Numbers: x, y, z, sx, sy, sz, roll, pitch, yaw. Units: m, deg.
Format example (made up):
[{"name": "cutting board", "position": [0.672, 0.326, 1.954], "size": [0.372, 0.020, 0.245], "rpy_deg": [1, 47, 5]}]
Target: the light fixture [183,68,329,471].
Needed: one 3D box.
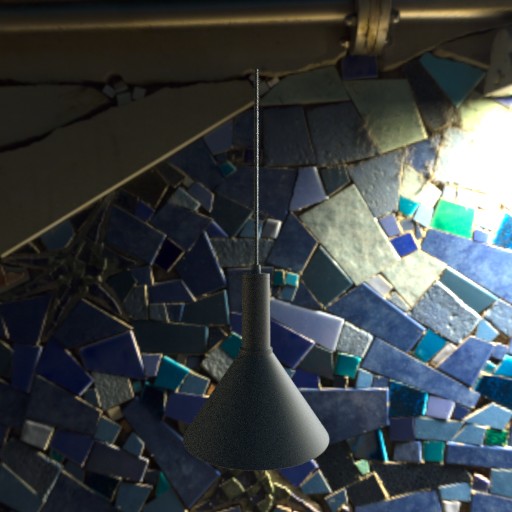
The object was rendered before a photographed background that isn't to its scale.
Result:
[{"name": "light fixture", "position": [0.000, 0.000, 0.815], "size": [0.267, 0.683, 0.267], "rpy_deg": [0, 1, 18]}]
